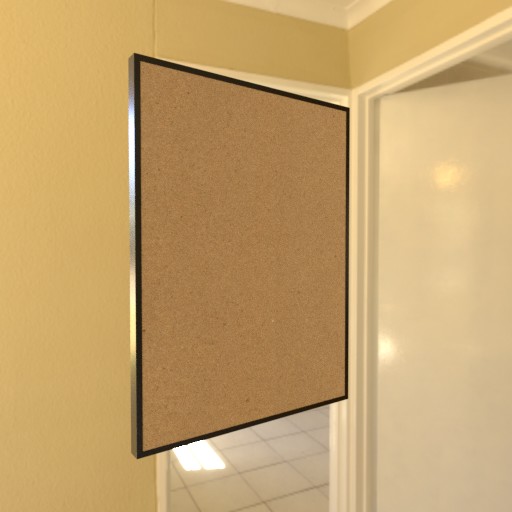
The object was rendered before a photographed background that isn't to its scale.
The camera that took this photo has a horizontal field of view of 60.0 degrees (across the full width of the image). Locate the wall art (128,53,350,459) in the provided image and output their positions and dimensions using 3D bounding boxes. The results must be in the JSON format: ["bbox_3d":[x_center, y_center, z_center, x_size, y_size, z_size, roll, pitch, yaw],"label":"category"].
[{"bbox_3d":[0.000,0.000,1.383,0.788,1.046,0.043,-1,2,-35],"label":"wall art"}]
